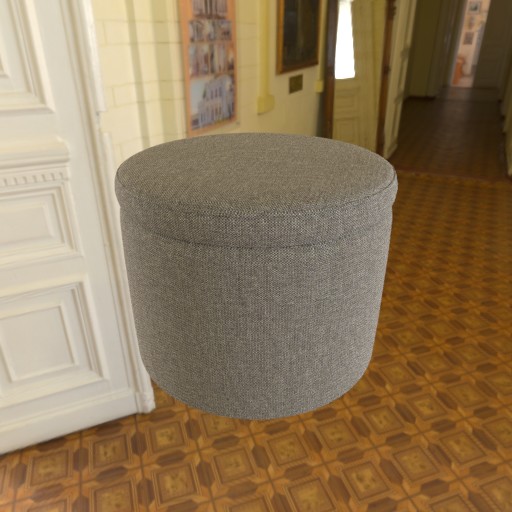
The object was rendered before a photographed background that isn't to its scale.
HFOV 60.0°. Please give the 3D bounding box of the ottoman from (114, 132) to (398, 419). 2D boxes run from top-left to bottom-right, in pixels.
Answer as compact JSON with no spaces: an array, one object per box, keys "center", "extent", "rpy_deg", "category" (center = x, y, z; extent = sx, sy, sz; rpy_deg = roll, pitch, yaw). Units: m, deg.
[{"center":[0.000,0.000,0.922],"extent":[0.520,0.430,0.520],"rpy_deg":[0,27,0],"category":"ottoman"}]
